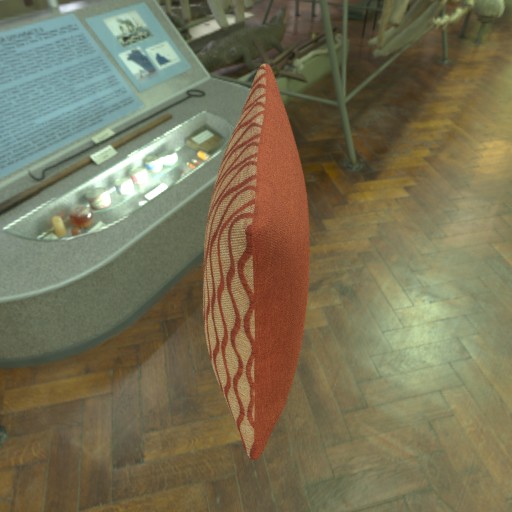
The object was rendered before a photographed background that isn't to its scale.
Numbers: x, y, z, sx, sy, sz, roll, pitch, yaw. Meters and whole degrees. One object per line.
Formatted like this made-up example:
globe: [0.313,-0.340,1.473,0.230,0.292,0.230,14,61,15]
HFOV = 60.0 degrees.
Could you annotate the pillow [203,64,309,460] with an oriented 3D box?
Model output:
pillow: [0.000,0.000,0.673,0.159,0.434,0.429,1,42,1]
